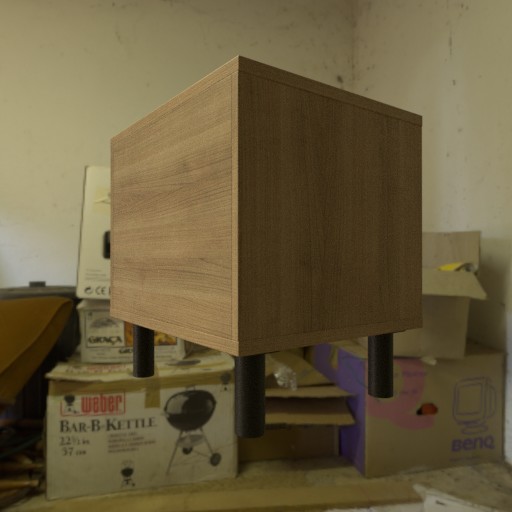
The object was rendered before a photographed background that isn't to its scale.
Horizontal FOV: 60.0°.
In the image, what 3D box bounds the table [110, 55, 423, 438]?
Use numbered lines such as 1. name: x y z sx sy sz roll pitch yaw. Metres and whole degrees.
1. table: 0.000 0.000 0.801 0.380 0.460 0.445 0 0 -37
